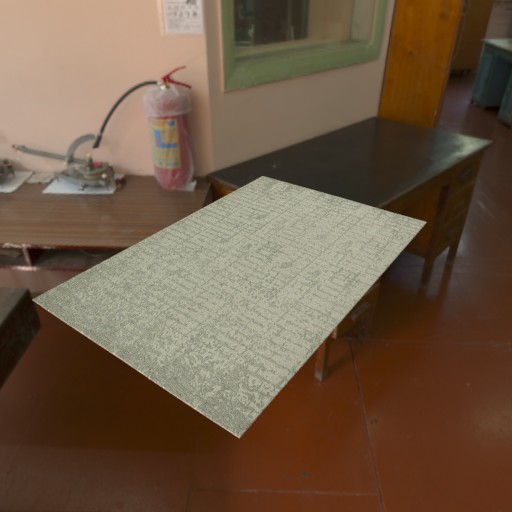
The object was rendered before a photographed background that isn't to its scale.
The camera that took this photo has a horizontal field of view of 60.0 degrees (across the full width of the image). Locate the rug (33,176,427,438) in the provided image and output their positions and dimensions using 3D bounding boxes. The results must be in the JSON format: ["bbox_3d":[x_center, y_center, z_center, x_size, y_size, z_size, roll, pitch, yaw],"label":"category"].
[{"bbox_3d":[0.000,0.000,2.355,1.211,0.007,1.827,22,39,30],"label":"rug"}]
